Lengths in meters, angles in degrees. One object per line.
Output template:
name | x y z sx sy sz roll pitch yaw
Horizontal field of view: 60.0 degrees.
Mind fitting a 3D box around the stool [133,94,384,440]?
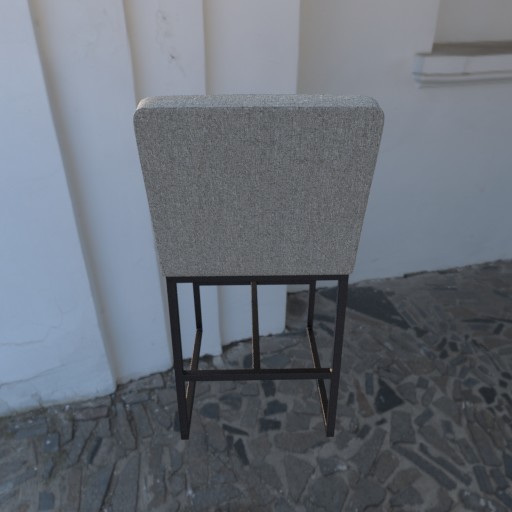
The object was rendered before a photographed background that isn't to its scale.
stool | 0.000 0.000 1.241 0.460 0.940 0.560 -1 29 -1
